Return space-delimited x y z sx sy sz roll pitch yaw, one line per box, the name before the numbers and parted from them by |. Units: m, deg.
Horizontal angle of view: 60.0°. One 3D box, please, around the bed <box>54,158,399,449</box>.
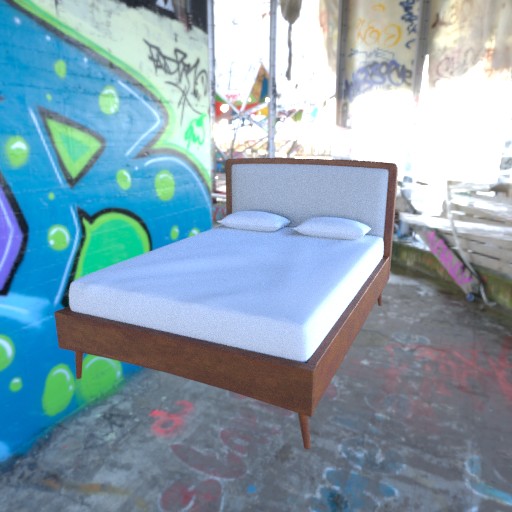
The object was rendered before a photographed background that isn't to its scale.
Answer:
bed | 0.000 0.000 3.195 1.587 1.275 2.196 7 17 24
